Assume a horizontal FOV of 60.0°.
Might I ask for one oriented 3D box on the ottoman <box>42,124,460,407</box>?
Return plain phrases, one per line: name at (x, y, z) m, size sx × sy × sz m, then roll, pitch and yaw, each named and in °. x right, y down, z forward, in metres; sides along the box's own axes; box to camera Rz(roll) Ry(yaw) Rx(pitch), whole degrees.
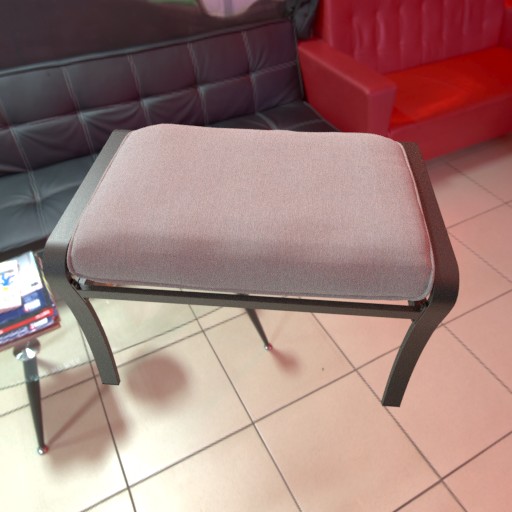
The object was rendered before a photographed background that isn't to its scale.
ottoman at (0.000, 0.000, 0.890) m, size 0.610 × 0.422 × 0.406 m, roll 3°, pitch 45°, yaw 3°
